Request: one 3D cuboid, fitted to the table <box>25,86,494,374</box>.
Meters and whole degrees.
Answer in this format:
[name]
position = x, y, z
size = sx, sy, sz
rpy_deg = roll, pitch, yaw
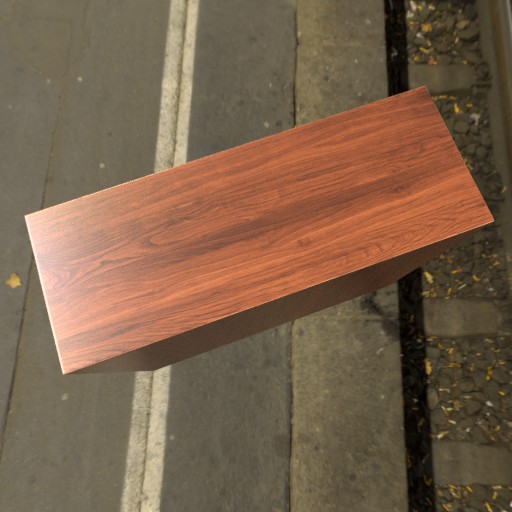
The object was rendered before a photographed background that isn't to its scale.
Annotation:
[table]
position = 0.000, 0.000, 1.320
size = 0.930, 0.790, 0.380
rpy_deg = -19, 77, -5
